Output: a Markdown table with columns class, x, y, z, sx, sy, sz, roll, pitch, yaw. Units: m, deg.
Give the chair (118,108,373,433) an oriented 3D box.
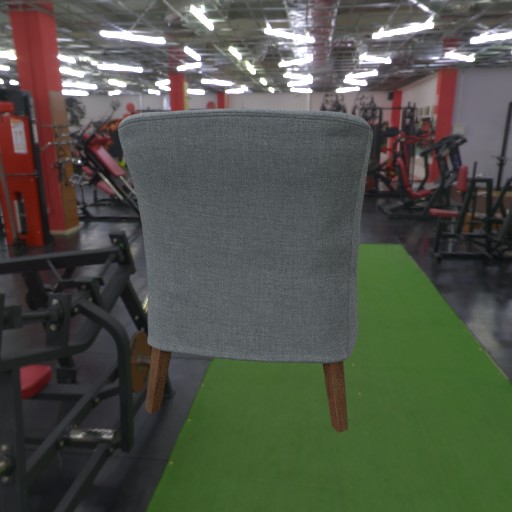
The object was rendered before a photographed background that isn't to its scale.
| class | x | y | z | sx | sy | sz | roll | pitch | yaw |
| --- | --- | --- | --- | --- | --- | --- | --- | --- | --- |
| chair | 0.000 | 0.000 | 1.269 | 0.600 | 0.771 | 0.668 | 2 | 16 | 9 |
